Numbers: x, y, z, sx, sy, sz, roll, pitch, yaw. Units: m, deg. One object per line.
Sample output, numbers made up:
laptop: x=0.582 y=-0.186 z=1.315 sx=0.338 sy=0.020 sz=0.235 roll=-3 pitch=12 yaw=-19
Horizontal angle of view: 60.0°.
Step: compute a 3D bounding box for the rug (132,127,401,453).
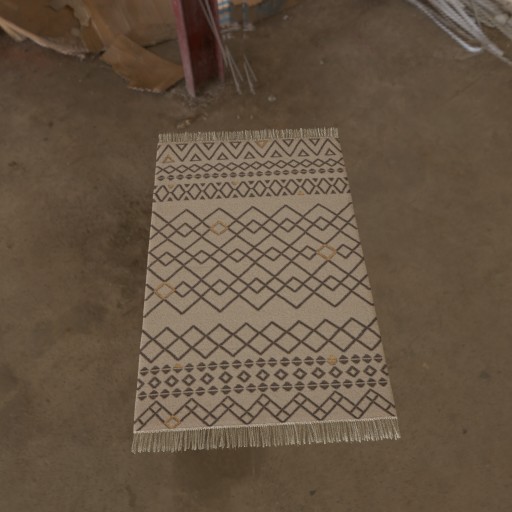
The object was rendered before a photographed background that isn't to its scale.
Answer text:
rug: x=0.000 y=0.000 z=2.516 sx=1.224 sy=0.028 sz=2.023 roll=-3 pitch=59 yaw=-2
